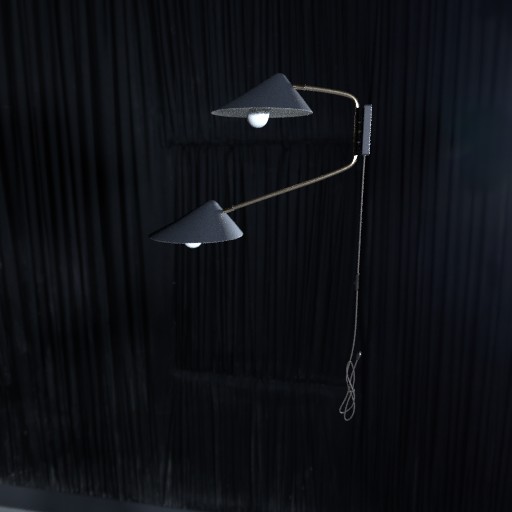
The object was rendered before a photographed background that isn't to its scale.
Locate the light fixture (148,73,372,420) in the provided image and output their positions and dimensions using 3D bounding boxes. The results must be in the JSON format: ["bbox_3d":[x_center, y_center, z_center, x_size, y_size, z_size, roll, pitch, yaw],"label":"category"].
[{"bbox_3d":[0.000,0.000,0.864,0.422,0.665,0.189,2,13,9],"label":"light fixture"}]
